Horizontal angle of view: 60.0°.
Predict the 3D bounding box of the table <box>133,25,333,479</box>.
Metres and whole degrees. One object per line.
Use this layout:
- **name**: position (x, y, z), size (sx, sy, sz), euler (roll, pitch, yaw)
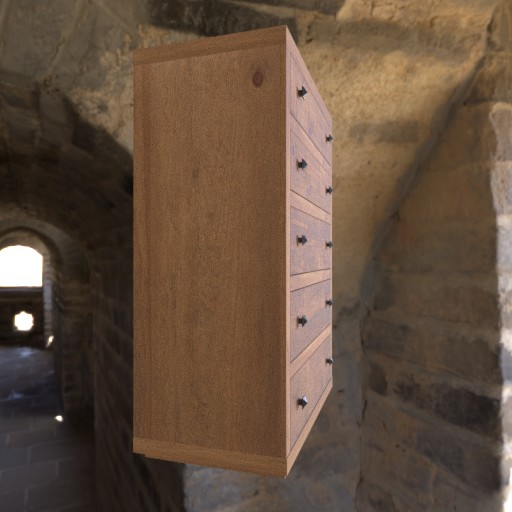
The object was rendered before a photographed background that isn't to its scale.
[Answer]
- **table**: position (0.000, 0.000, 1.741), size (0.524, 1.294, 0.901), euler (0, 0, 18)
